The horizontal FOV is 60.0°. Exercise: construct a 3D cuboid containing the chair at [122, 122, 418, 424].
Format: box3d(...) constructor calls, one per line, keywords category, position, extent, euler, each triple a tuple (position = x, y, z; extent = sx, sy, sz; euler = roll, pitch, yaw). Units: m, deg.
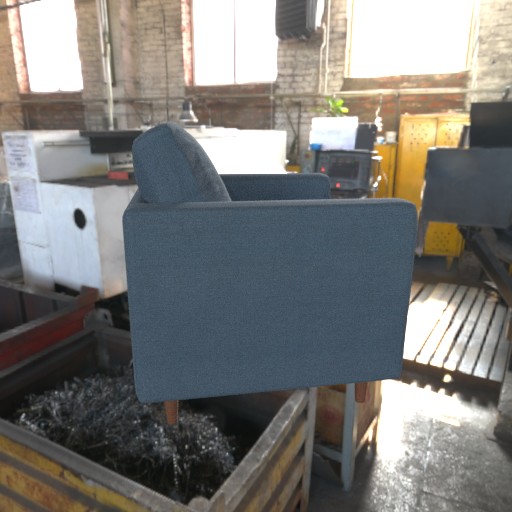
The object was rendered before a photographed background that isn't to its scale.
box3d(category="chair", position=(0.000, 0.000, 1.595), extent=(0.820, 0.922, 0.855), euler=(-3, 16, -10))
